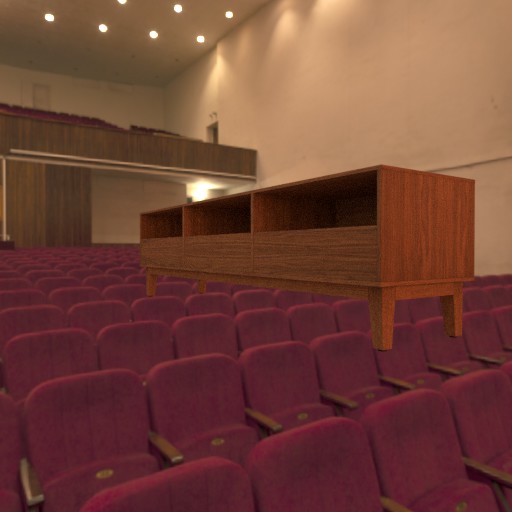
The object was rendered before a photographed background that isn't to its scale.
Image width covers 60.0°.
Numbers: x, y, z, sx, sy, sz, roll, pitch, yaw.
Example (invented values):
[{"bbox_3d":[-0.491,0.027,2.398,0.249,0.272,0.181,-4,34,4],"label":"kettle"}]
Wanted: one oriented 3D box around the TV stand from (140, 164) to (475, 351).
[{"bbox_3d":[0.000,0.000,1.662,0.366,0.409,1.482,-1,1,-34],"label":"TV stand"}]
